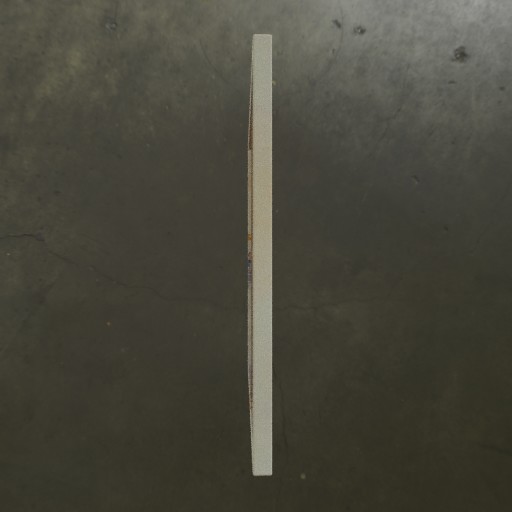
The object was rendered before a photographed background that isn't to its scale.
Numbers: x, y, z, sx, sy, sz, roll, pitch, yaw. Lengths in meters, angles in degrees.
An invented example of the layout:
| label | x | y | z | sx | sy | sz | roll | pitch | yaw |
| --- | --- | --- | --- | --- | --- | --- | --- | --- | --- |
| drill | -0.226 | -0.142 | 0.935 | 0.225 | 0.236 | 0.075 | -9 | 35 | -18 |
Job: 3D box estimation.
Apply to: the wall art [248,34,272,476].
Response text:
| label | x | y | z | sx | sy | sz | roll | pitch | yaw |
| --- | --- | --- | --- | --- | --- | --- | --- | --- | --- |
| wall art | 0.000 | 0.000 | 1.336 | 0.038 | 0.889 | 0.889 | 0 | 90 | -2 |
